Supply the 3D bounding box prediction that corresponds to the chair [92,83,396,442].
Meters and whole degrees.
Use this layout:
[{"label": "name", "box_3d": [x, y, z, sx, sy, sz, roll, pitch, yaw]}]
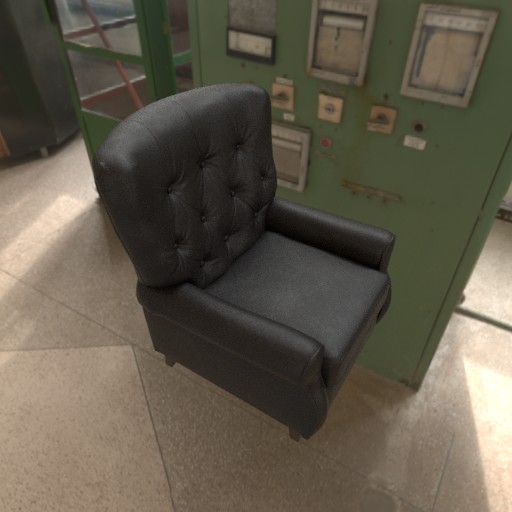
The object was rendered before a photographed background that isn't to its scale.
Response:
[{"label": "chair", "box_3d": [0.000, 0.000, 1.883, 1.058, 1.158, 0.948, 23, 45, 24]}]
